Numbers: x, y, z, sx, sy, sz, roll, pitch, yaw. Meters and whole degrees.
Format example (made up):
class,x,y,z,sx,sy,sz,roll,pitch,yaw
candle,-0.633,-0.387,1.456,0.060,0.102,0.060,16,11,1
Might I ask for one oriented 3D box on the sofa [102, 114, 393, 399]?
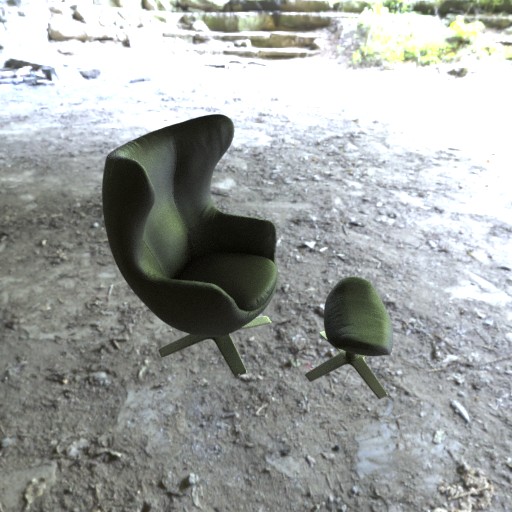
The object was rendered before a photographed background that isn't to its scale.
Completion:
class,x,y,z,sx,sy,sz,roll,pitch,yaw
sofa,0.000,0.000,2.173,1.444,1.135,0.894,10,32,16
